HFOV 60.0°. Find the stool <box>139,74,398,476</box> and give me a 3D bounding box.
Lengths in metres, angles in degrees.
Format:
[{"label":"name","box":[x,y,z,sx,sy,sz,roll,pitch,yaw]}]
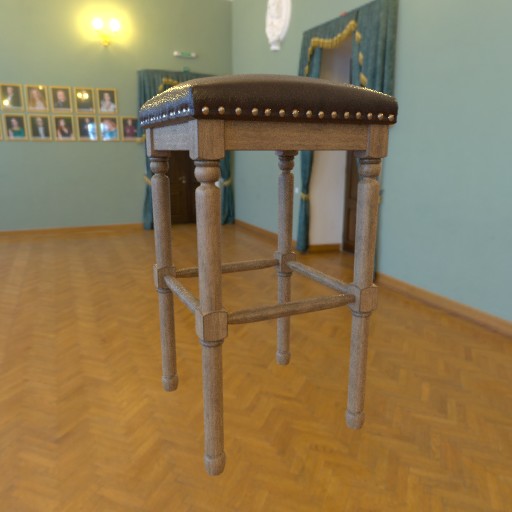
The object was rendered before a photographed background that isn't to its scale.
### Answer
[{"label":"stool","box":[0.000,0.000,0.932,0.383,0.702,0.382,-6,15,-24]}]
